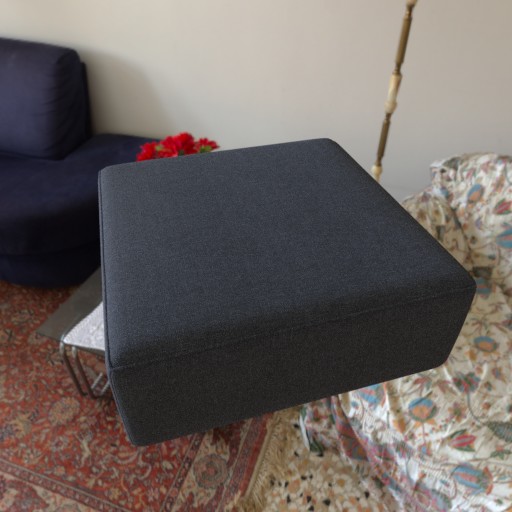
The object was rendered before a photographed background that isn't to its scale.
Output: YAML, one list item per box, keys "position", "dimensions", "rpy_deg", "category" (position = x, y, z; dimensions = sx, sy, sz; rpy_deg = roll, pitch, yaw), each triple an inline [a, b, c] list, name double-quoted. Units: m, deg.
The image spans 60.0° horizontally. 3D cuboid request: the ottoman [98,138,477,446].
- position: [0.000, 0.000, 1.547]
  dimensions: [1.000, 0.439, 1.000]
  rpy_deg: [-11, 40, -13]
  category: "ottoman"
